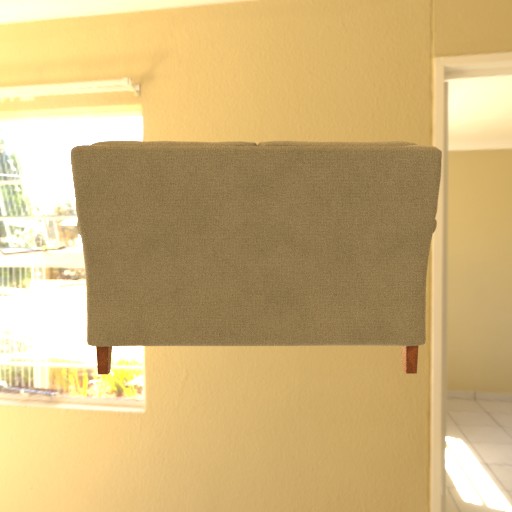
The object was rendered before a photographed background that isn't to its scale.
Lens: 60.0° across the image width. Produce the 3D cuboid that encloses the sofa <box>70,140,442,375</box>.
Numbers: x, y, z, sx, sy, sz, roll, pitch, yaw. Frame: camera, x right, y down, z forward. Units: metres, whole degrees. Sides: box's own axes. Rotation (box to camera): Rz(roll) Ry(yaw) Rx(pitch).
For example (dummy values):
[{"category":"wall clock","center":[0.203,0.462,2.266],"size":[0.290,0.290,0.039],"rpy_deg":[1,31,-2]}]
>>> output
[{"category":"sofa","center":[0.000,0.000,2.204],"size":[1.480,0.999,1.087],"rpy_deg":[0,0,-1]}]
